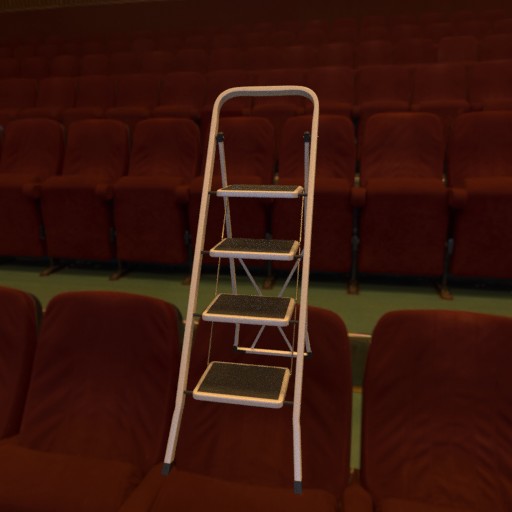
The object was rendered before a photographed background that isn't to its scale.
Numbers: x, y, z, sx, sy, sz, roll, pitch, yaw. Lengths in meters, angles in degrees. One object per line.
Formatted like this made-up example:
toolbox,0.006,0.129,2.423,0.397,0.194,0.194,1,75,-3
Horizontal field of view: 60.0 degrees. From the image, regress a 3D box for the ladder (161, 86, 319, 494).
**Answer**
ladder,0.000,0.000,1.684,0.460,1.265,0.914,3,15,10
